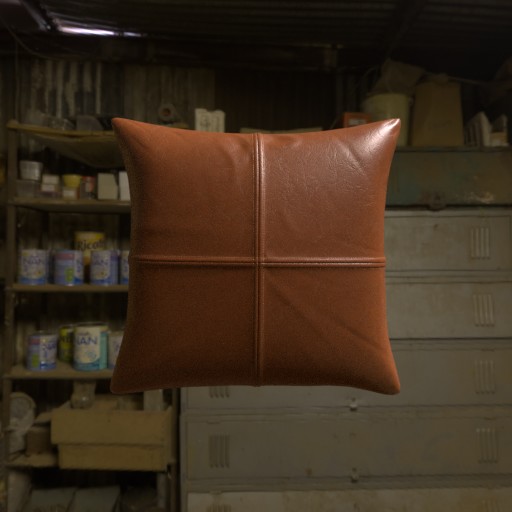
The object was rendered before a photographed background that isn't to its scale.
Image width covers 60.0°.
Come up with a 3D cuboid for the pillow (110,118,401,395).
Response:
[{"bbox_3d":[0.000,0.000,0.755,0.501,0.477,0.192,0,-1,0],"label":"pillow"}]
